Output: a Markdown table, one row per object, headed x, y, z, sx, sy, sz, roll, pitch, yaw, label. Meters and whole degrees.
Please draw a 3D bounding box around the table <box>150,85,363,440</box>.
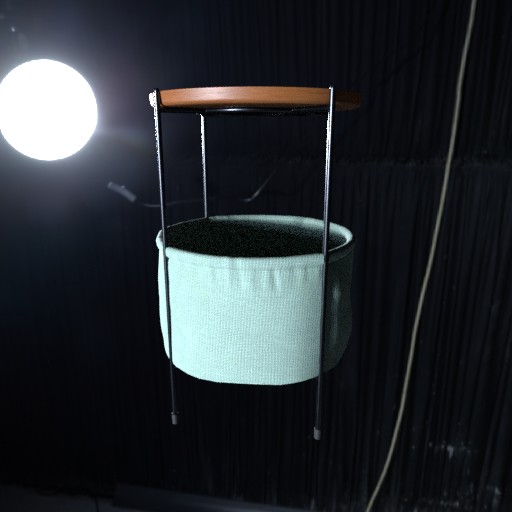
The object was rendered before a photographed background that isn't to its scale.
| x | y | z | sx | sy | sz | roll | pitch | yaw | label |
| --- | --- | --- | --- | --- | --- | --- | --- | --- | --- |
| 0.000 | 0.000 | 0.906 | 0.400 | 0.623 | 0.400 | 2 | 16 | 9 | table |
